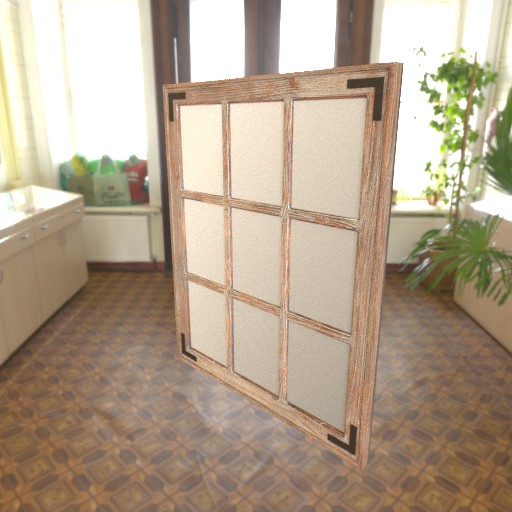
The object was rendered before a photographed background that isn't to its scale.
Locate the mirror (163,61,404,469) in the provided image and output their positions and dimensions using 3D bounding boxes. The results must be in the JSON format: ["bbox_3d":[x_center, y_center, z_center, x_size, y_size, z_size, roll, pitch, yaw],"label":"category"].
[{"bbox_3d":[0.000,0.000,1.169,0.730,0.882,0.032,16,23,43],"label":"mirror"}]
